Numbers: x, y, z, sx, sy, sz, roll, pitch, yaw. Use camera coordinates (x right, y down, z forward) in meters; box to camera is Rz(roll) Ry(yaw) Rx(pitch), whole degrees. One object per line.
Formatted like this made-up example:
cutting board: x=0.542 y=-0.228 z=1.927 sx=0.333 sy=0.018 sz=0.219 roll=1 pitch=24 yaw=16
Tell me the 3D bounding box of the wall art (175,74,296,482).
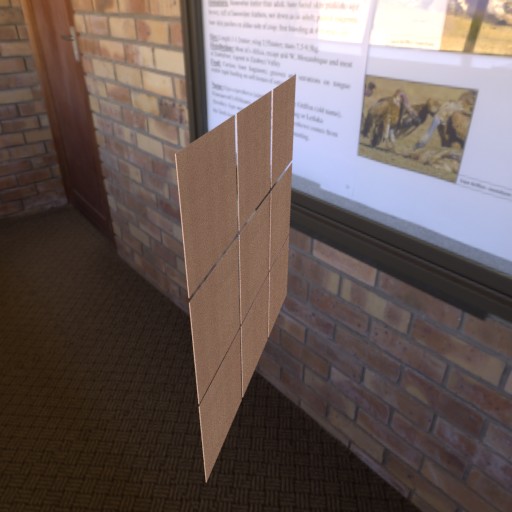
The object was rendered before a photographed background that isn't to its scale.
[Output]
wall art: x=0.000 y=0.000 z=2.234 sx=0.002 sy=1.505 sz=1.517 roll=9 pitch=32 yaw=15
